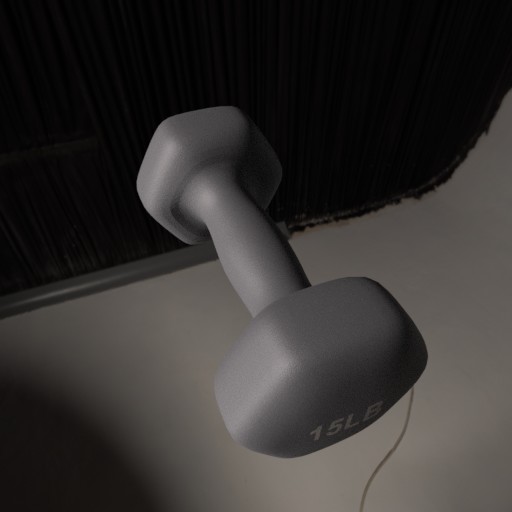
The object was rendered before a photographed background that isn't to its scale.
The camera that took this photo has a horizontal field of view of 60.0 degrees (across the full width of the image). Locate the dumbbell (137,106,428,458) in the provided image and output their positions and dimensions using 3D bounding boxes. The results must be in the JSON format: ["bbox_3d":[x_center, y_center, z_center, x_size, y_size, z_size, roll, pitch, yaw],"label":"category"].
[{"bbox_3d":[0.000,0.000,0.291,0.116,0.105,0.240,-16,49,-15],"label":"dumbbell"}]
